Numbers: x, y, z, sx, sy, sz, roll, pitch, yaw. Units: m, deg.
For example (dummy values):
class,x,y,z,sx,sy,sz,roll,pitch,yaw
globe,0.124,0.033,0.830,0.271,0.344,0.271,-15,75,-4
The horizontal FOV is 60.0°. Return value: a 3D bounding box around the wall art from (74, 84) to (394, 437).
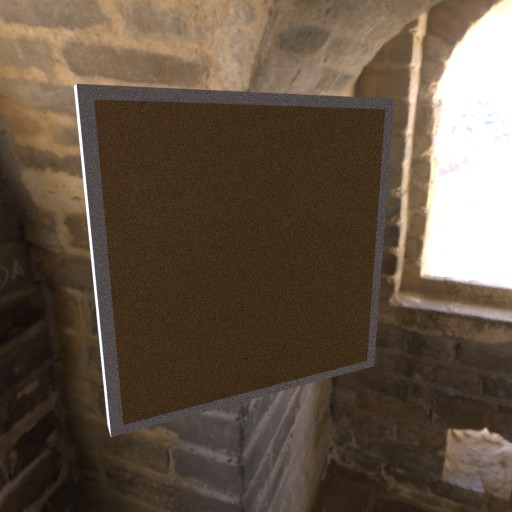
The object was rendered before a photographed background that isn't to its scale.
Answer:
class,x,y,z,sx,sy,sz,roll,pitch,yaw
wall art,0.000,0.000,0.733,0.508,0.507,0.035,-7,17,-25
